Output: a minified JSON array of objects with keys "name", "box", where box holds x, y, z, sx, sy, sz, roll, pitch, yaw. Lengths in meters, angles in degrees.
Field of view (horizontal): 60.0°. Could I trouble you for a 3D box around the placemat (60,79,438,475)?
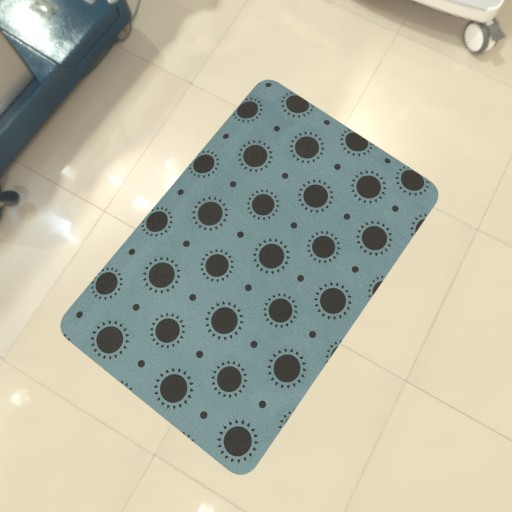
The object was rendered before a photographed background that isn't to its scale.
[{"name":"placemat","box":[0.000,0.000,0.969,0.508,0.021,0.762,36,79,8]}]
